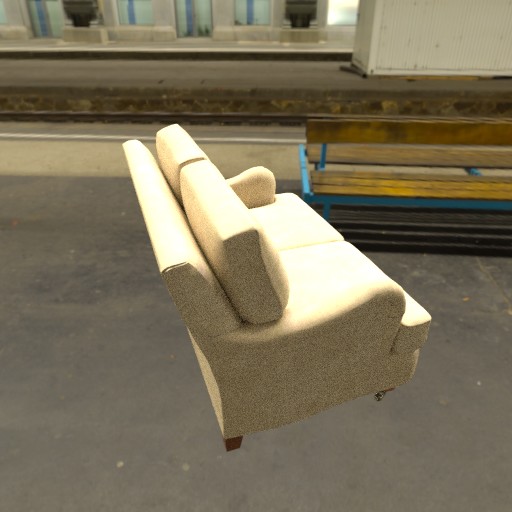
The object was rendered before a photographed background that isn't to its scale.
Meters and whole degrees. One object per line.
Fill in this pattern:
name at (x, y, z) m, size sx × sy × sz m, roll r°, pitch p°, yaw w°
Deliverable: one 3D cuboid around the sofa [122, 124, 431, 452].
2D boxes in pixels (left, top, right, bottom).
sofa at (0.000, 0.000, 2.254) m, size 1.086 × 1.087 × 1.498 m, roll -10°, pitch 31°, yaw -17°
